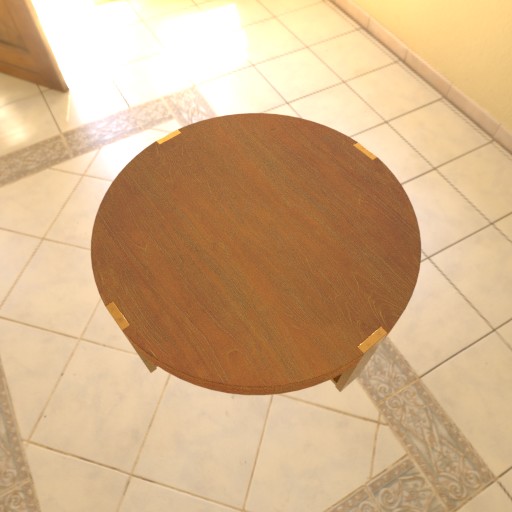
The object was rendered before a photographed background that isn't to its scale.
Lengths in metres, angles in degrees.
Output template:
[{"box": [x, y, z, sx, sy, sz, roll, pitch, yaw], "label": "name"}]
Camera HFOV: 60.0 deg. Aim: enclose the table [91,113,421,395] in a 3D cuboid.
[{"box": [0.000, 0.000, 1.686, 1.100, 0.420, 1.100, 0, 58, 0], "label": "table"}]
